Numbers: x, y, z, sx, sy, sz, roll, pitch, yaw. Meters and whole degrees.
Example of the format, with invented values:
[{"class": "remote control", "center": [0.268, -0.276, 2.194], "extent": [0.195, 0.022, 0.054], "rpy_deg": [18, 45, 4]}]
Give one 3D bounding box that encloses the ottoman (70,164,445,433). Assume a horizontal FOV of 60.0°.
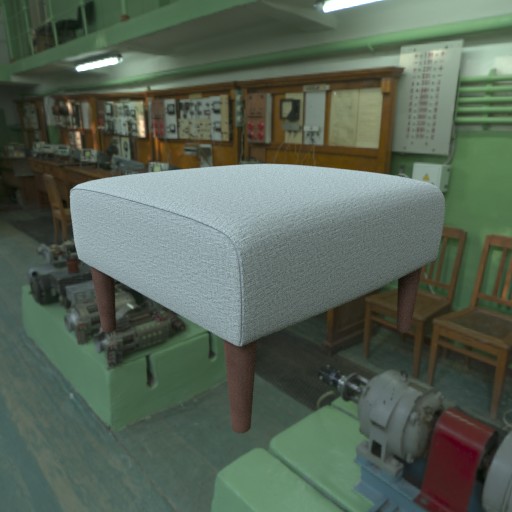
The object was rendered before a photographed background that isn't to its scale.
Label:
[{"class": "ottoman", "center": [0.000, 0.000, 1.081], "extent": [0.650, 0.398, 0.649], "rpy_deg": [-15, 23, -41]}]
